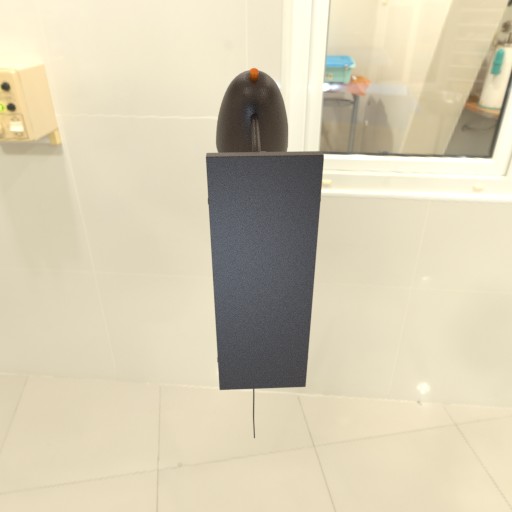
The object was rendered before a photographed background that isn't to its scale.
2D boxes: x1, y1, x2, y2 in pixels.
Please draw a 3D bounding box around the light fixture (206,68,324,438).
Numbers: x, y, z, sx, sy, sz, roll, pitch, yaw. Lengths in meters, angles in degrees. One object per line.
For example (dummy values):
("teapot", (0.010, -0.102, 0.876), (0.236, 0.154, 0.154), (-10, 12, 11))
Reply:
("light fixture", (0.000, 0.000, 0.934), (0.162, 0.715, 0.499), (-1, 31, -2))
